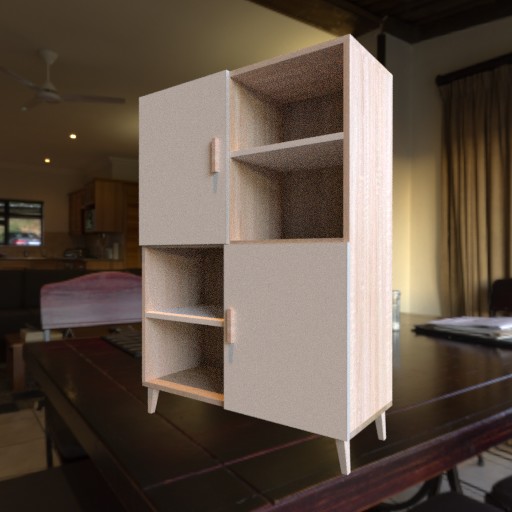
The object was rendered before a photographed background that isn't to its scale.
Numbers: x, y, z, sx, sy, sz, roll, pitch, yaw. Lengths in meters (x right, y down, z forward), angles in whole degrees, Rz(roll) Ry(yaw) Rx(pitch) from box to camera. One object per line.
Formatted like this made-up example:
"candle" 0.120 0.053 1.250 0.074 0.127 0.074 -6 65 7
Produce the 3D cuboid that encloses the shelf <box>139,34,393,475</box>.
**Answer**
"shelf" 0.000 0.000 1.838 0.995 1.405 0.434 0 0 36
